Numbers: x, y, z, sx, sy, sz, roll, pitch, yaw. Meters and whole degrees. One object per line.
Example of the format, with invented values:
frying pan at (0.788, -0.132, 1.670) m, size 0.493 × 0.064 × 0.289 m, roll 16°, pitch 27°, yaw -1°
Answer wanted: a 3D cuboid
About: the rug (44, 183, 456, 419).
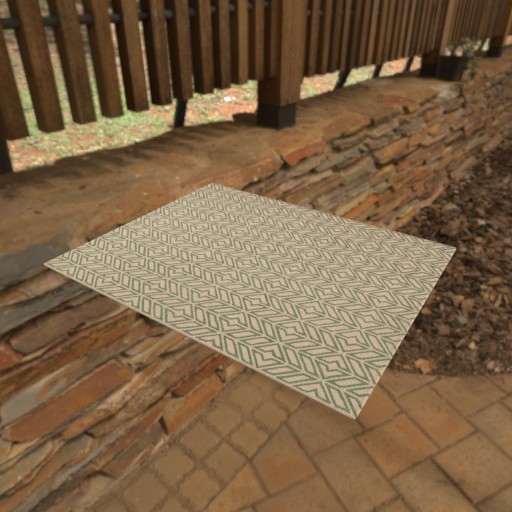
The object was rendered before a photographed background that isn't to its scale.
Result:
rug at (0.000, 0.000, 4.172) m, size 3.050 × 0.017 × 2.441 m, roll 19°, pitch 36°, yaw 29°
